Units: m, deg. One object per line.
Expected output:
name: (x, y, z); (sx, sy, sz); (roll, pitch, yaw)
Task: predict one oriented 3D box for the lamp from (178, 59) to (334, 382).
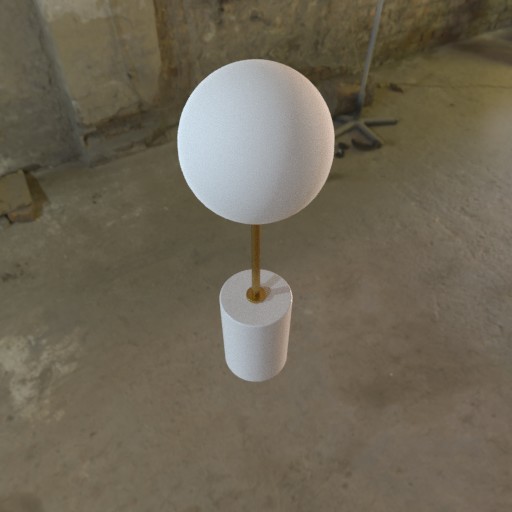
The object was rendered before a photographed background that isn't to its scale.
lamp: (0.000, 0.000, 0.558); (0.153, 0.480, 0.153); (0, 48, 0)
